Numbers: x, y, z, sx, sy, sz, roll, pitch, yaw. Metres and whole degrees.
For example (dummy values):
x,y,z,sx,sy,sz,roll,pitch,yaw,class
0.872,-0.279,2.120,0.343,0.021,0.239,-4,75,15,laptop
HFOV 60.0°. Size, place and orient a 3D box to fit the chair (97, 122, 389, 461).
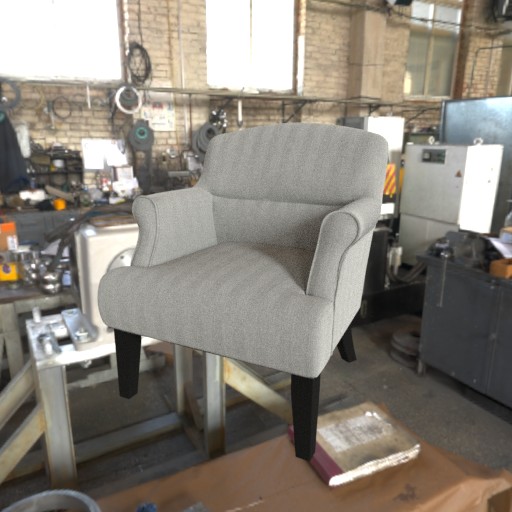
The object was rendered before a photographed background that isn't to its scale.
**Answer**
x,y,z,sx,sy,sz,roll,pitch,yaw,class
0.000,0.000,1.491,0.772,0.880,0.755,8,17,26,chair
